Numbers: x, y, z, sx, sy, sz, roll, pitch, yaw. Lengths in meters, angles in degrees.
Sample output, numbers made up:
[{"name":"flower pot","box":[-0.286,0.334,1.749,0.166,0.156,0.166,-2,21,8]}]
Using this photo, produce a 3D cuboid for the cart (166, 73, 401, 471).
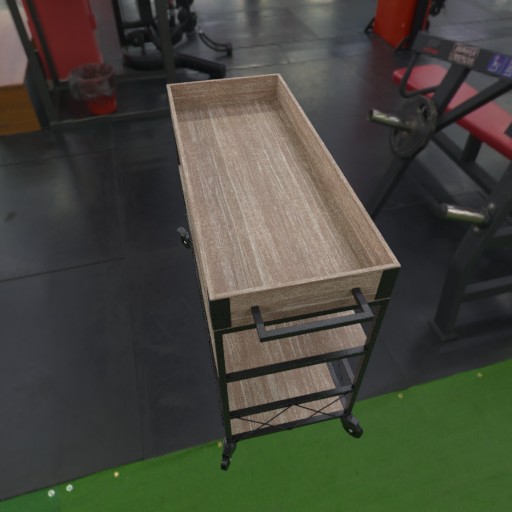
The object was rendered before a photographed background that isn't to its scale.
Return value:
[{"name":"cart","box":[0.000,0.000,1.485,0.500,0.787,1.101,-9,46,-9]}]
